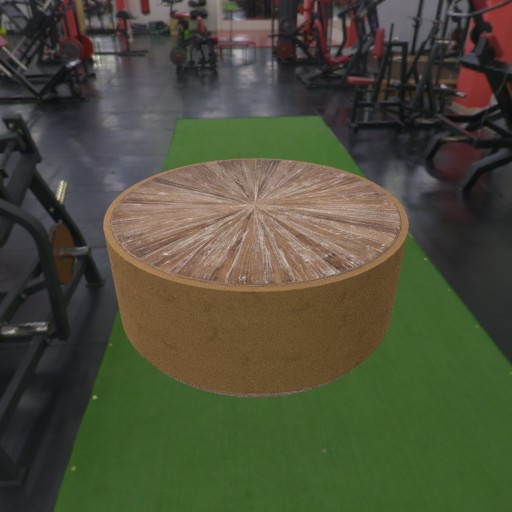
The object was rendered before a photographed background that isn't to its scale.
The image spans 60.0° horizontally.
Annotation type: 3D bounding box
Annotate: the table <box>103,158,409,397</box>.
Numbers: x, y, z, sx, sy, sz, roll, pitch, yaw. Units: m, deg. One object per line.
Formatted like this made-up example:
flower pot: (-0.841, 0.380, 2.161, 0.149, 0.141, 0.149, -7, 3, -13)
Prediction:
table: (0.000, 0.000, 1.617, 1.001, 0.409, 1.001, 0, 31, 0)
